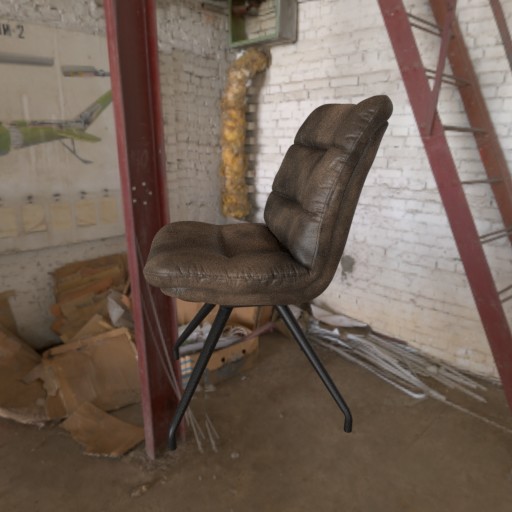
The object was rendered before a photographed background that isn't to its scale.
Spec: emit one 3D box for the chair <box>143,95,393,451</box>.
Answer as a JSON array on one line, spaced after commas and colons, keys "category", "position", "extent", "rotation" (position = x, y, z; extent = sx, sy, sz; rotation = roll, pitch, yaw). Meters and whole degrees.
[{"category": "chair", "position": [0.000, 0.000, 1.286], "extent": [0.622, 0.870, 0.549], "rotation": [-2, 15, -8]}]
